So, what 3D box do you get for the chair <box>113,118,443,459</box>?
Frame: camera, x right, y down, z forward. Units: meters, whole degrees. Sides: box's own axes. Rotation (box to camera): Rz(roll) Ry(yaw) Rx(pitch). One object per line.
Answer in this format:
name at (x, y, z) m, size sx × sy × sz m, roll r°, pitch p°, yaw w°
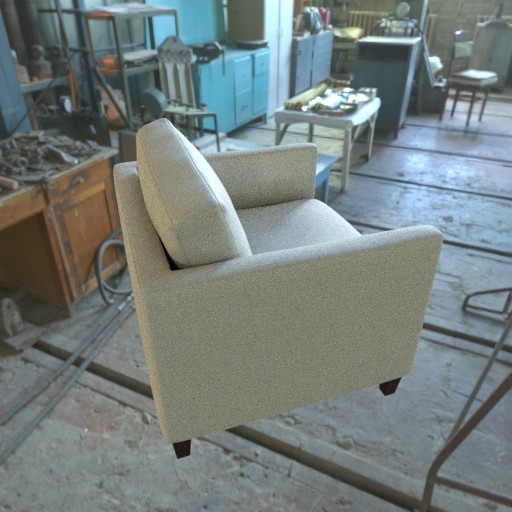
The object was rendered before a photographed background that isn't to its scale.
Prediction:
chair at (0.000, 0.000, 1.736) m, size 0.959 × 0.919 × 0.996 m, roll -10°, pitch 33°, yaw -16°
